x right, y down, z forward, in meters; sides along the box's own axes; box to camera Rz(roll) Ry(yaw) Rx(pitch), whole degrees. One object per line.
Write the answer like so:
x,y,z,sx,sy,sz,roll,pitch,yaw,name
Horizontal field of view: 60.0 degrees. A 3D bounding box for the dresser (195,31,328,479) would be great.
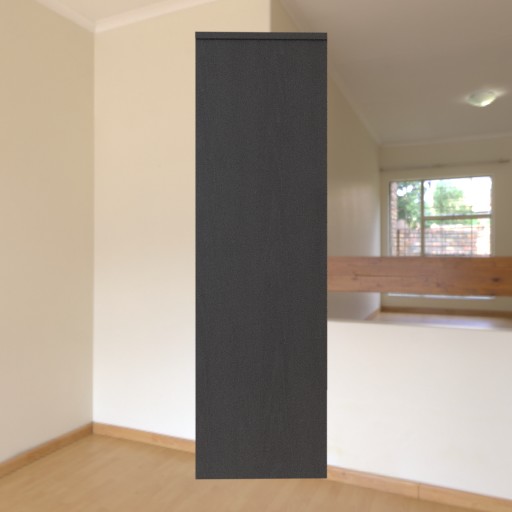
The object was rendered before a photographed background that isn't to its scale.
0.000,0.000,1.593,0.399,1.255,0.704,0,0,-1,dresser
